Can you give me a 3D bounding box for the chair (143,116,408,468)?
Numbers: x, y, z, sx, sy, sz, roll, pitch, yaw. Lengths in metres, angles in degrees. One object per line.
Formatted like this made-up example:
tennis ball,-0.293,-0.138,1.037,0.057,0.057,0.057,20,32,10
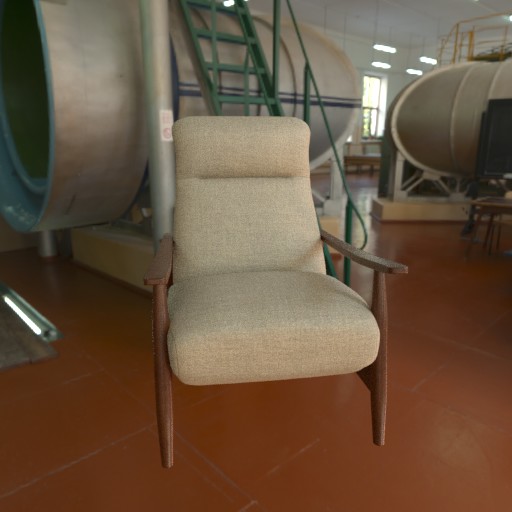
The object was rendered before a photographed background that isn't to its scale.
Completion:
chair,0.000,0.000,1.745,0.762,1.082,1.014,-2,16,-8
